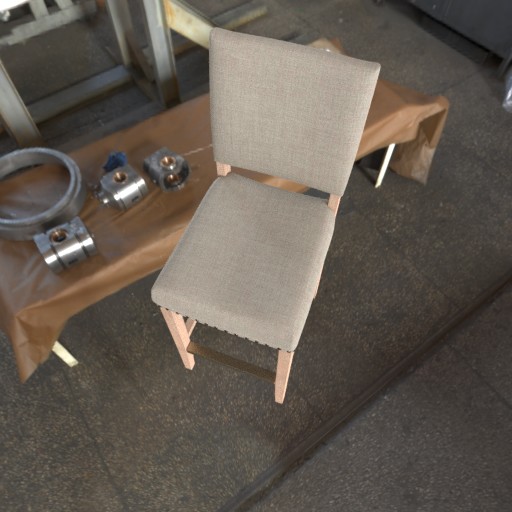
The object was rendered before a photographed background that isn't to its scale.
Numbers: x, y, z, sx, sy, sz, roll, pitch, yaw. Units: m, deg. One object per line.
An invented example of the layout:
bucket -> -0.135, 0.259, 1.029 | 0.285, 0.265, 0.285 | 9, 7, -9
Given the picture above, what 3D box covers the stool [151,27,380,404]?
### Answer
stool -> 0.000, 0.000, 1.455 | 0.445, 1.173, 0.585 | 18, 60, 10
